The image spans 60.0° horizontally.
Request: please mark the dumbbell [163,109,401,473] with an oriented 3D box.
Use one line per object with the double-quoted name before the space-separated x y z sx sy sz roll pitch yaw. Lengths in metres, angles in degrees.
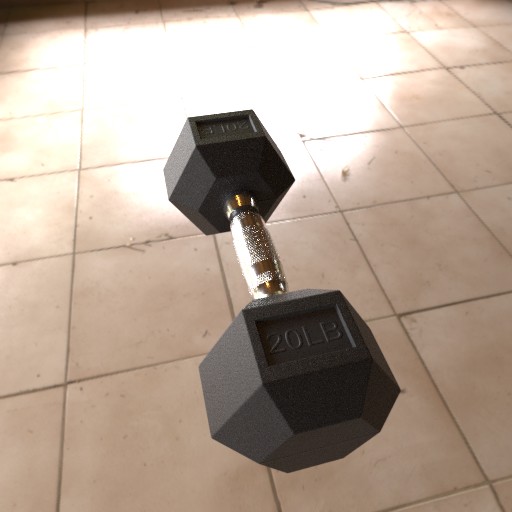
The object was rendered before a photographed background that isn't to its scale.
"dumbbell" 0.000 0.000 0.342 0.116 0.101 0.297 -10 48 -9
